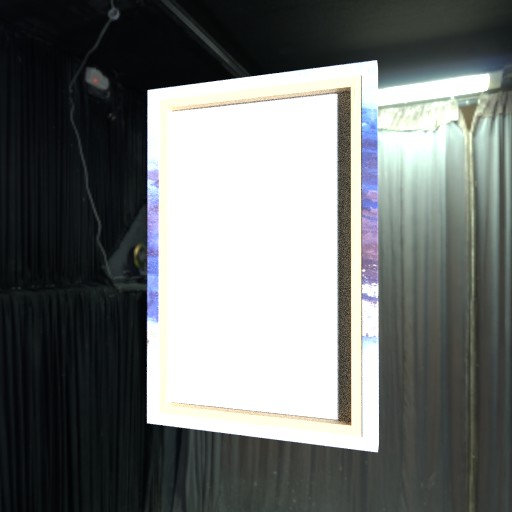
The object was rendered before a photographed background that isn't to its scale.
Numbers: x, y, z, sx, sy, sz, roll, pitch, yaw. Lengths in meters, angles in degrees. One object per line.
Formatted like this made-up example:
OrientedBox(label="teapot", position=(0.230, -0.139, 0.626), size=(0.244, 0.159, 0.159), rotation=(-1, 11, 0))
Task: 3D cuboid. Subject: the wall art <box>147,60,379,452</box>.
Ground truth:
OrientedBox(label="wall art", position=(0.000, 0.000, 1.100), size=(0.583, 0.874, 0.048), rotation=(0, 0, 18))
